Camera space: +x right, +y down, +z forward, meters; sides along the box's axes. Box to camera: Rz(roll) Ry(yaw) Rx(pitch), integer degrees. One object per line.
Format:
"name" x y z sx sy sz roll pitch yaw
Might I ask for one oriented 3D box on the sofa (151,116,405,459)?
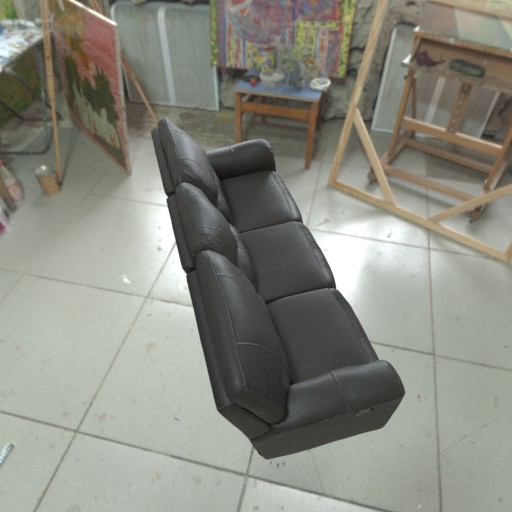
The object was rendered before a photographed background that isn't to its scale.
"sofa" 0.000 0.000 3.221 1.104 1.134 2.627 -12 47 -11
